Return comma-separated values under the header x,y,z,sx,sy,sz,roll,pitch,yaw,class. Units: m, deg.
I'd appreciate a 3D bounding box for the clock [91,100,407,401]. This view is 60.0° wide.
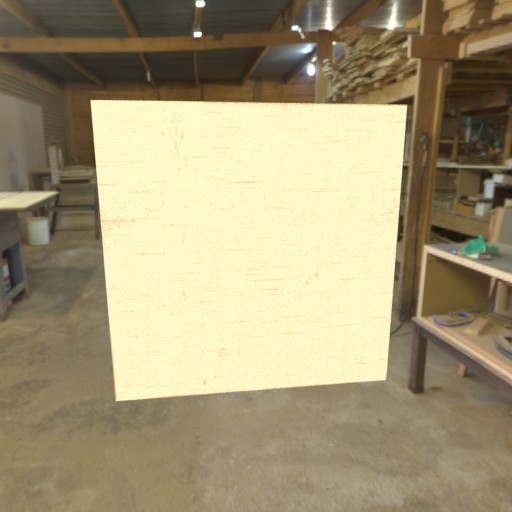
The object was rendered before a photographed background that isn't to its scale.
x,y,z,sx,sy,sz,roll,pitch,yaw,class
0.000,0.000,1.077,0.705,0.705,0.032,-2,14,-8,clock
